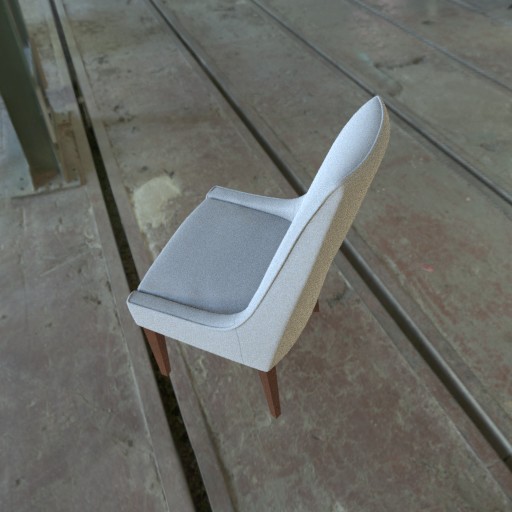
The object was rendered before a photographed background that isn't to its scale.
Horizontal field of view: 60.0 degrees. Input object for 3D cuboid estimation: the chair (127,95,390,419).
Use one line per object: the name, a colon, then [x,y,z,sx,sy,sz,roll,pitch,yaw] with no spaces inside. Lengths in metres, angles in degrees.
chair: [0.000,0.000,1.222,0.544,0.861,0.529,16,48,15]
